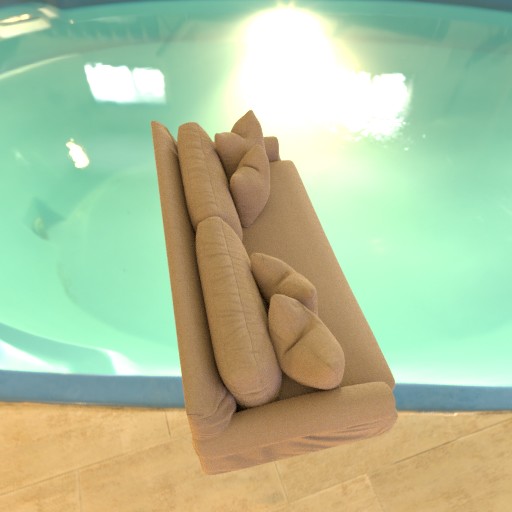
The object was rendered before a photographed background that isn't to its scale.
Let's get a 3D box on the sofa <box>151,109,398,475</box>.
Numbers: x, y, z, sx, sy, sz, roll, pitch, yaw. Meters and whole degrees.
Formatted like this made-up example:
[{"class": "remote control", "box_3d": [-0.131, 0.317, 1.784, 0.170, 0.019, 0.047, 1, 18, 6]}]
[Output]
[{"class": "sofa", "box_3d": [0.000, 0.000, 2.755, 1.067, 0.904, 2.285, -10, 49, -8]}]
